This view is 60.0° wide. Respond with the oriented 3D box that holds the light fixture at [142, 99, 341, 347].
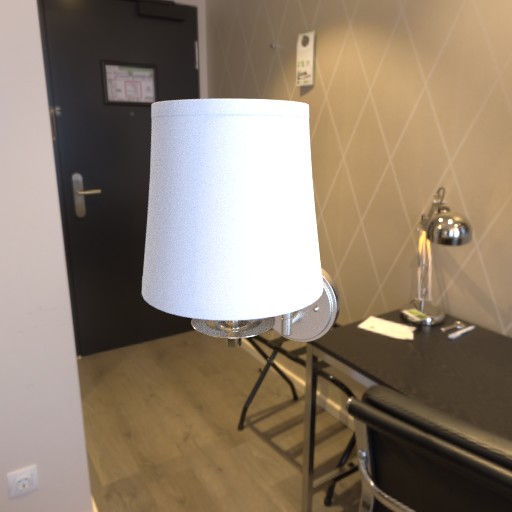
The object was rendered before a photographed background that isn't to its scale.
[{"bbox_3d":[0.000,0.000,0.604,0.223,0.381,0.348,7,16,26],"label":"light fixture"}]
